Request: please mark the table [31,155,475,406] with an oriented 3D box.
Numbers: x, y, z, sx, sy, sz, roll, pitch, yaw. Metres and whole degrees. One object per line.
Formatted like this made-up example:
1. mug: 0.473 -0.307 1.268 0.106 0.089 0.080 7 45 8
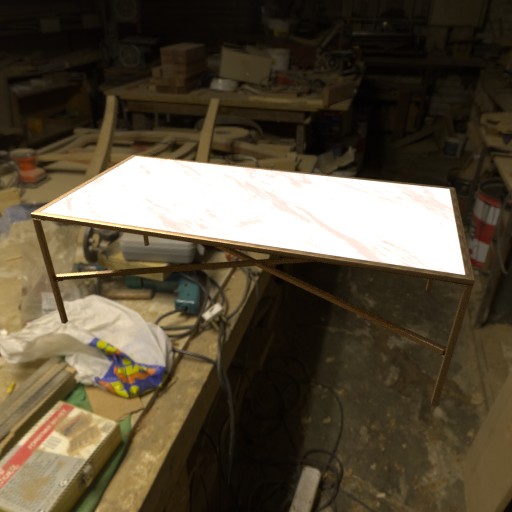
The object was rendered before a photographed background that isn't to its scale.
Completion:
1. table: 0.000 0.000 1.476 1.197 0.405 0.577 9 32 15
